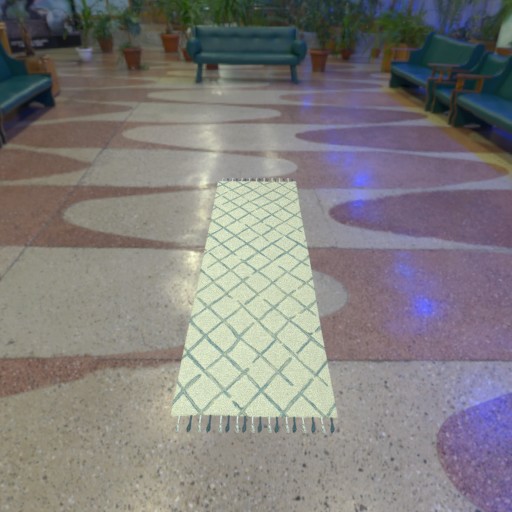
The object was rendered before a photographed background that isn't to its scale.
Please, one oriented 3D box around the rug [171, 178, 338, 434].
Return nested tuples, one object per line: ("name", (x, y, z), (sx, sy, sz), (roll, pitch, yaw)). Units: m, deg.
("rug", (0.000, 0.000, 2.582), (0.620, 0.008, 2.372), (0, 32, 0))
